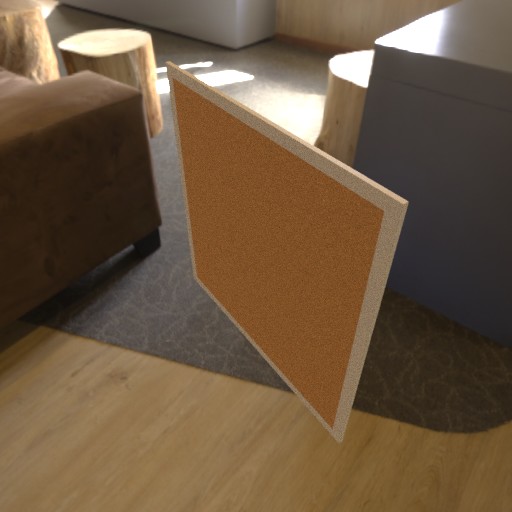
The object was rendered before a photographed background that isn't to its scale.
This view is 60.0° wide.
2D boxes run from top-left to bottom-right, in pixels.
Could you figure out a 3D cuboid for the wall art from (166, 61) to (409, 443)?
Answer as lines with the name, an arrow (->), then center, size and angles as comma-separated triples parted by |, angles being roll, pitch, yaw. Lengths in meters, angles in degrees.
wall art -> 0.000, 0.000, 0.837 | 0.009, 0.559, 0.558 | -26, 48, -26
